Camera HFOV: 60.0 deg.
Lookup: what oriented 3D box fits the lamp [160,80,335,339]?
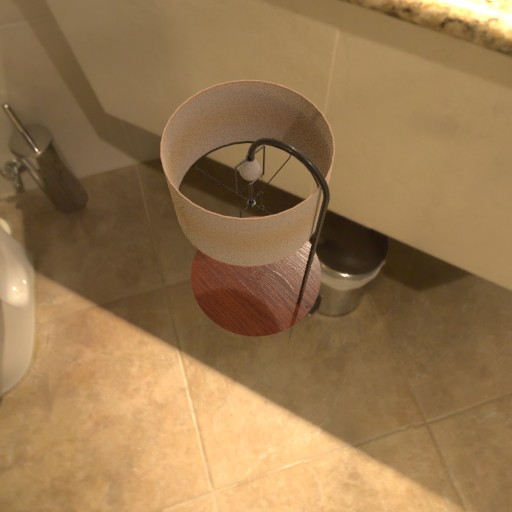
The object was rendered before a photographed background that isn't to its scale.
[{"bbox_3d":[0.000,0.000,1.797,0.573,1.517,0.573,0,65,0],"label":"lamp"}]
